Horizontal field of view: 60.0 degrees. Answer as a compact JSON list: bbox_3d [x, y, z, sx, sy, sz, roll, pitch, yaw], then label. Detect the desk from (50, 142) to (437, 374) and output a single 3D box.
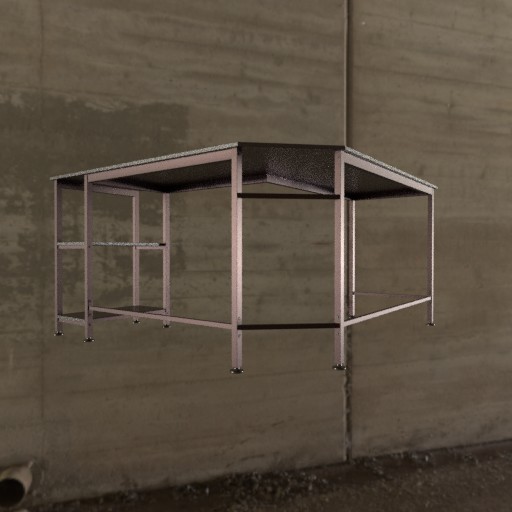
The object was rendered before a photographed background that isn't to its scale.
[{"bbox_3d":[0.000,0.000,2.219,1.379,0.739,1.379,0,1,37],"label":"desk"}]
